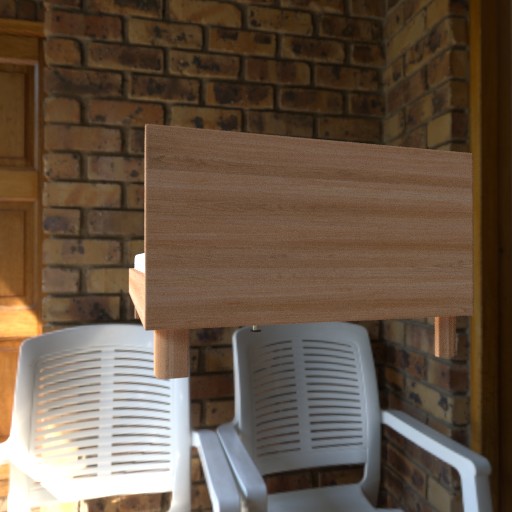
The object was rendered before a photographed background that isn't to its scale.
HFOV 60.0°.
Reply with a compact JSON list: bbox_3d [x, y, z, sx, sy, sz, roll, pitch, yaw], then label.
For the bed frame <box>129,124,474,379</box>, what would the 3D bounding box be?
[{"bbox_3d":[0.000,0.000,2.770,1.472,0.940,1.992,0,0,-18],"label":"bed frame"}]
